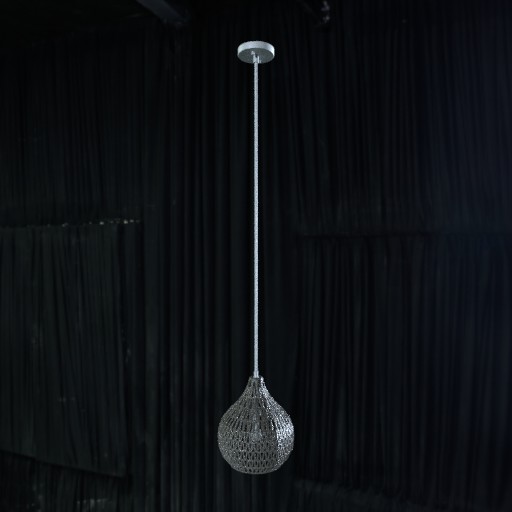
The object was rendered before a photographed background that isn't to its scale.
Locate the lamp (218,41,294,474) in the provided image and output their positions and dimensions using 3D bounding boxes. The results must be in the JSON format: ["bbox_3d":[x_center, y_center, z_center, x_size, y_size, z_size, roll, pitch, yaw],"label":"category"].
[{"bbox_3d":[0.000,0.000,2.068,0.355,1.919,0.355,0,0,18],"label":"lamp"}]
